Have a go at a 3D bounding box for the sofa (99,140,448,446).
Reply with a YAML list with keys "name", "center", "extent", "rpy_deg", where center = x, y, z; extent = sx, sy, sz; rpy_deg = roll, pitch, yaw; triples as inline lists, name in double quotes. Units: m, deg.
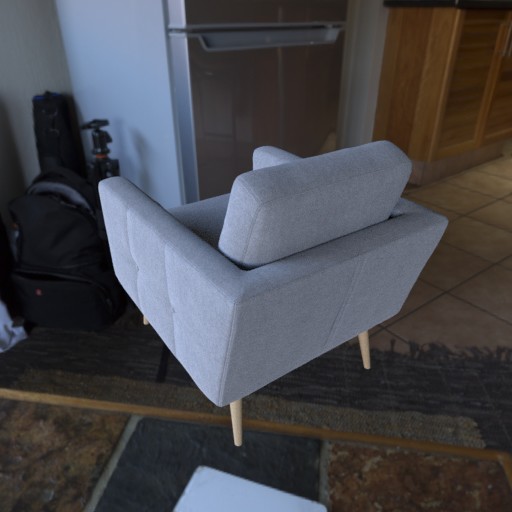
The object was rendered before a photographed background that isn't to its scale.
- name: "sofa"
  center: [0.000, 0.000, 1.527]
  extent: [0.770, 0.860, 0.920]
  rpy_deg: [-19, 35, -30]
